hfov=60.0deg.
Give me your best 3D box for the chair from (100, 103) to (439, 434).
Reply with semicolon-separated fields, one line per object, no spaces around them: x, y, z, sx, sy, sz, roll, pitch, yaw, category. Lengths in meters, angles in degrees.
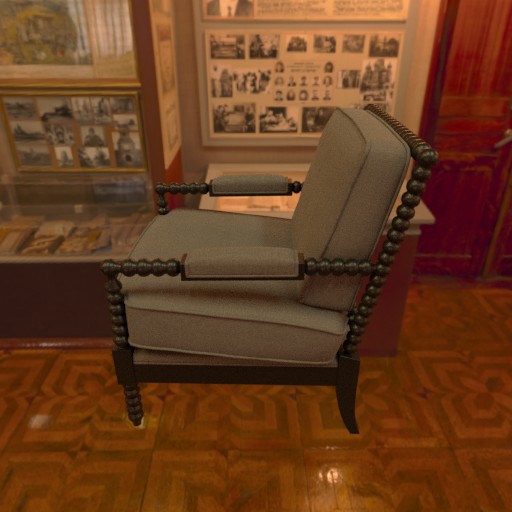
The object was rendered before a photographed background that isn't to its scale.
0.000;0.000;1.095;0.622;0.661;0.540;1;28;1;chair
